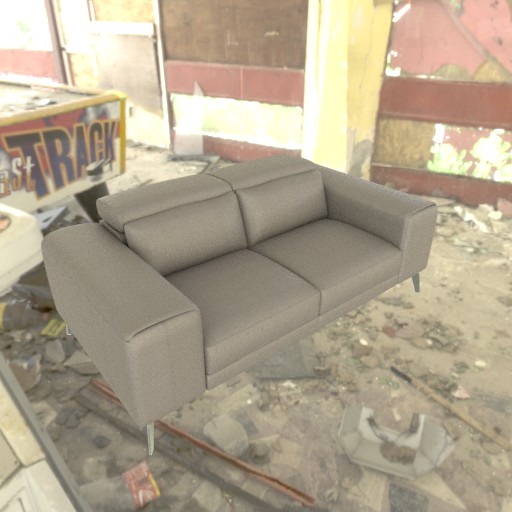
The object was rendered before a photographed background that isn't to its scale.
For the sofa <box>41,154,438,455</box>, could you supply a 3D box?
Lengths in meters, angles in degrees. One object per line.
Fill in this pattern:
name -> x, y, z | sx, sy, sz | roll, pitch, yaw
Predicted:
sofa -> 0.000, 0.000, 2.443 | 1.930, 0.753, 1.024 | -21, 35, -33
